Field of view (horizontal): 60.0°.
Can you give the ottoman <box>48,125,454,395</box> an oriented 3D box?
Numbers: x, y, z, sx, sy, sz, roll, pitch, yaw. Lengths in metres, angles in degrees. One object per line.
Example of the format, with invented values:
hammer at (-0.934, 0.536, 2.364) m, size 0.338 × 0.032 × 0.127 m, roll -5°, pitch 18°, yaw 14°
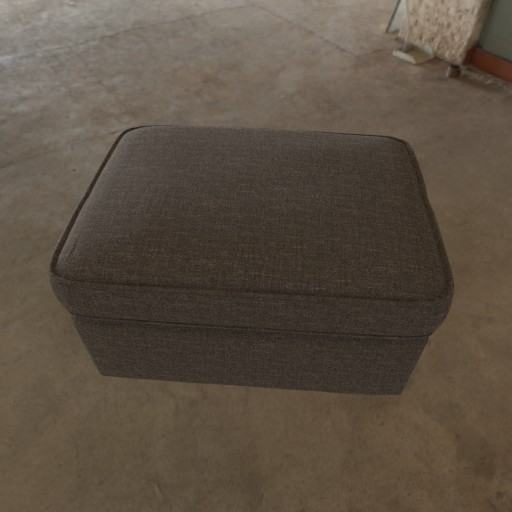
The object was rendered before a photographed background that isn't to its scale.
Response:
ottoman at (0.000, 0.000, 1.079) m, size 0.749 × 0.450 × 0.549 m, roll 3°, pitch 46°, yaw 3°
